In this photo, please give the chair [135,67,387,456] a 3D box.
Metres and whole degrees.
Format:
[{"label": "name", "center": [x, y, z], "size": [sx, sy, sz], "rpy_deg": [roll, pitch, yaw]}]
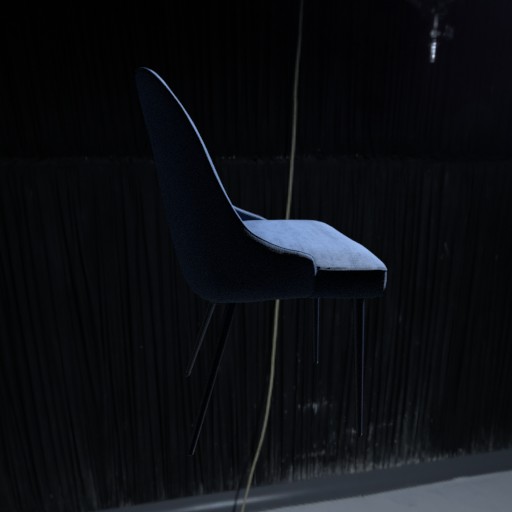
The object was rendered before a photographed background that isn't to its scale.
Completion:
[{"label": "chair", "center": [0.000, 0.000, 1.176], "size": [0.559, 0.896, 0.478], "rpy_deg": [-3, 16, -9]}]
